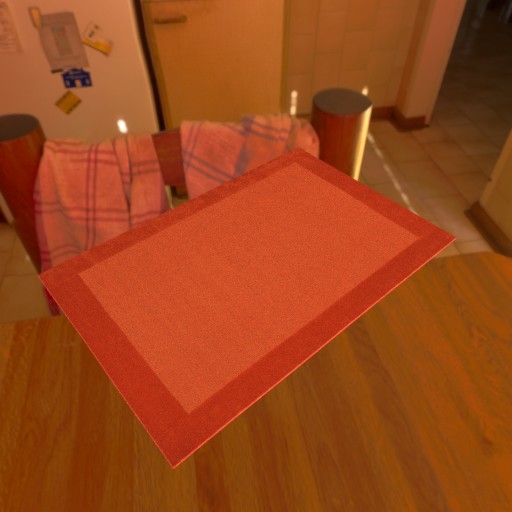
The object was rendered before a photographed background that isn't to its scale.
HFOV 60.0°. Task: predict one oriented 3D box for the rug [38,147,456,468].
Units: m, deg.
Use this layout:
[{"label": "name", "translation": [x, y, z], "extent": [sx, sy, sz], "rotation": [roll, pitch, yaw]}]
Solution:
[{"label": "rug", "translation": [0.000, 0.000, 2.310], "extent": [1.829, 0.014, 1.219], "rotation": [-32, 53, -28]}]
